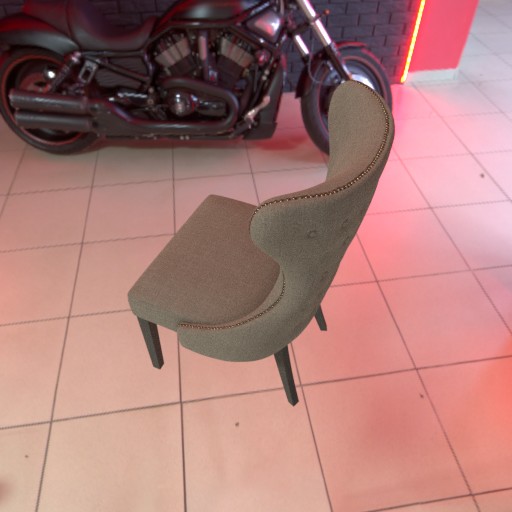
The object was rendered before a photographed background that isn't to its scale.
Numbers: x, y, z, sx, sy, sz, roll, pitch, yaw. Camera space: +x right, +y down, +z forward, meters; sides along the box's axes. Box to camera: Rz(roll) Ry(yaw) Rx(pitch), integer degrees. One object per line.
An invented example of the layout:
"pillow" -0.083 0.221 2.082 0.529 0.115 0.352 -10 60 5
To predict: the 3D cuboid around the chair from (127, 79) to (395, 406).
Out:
"chair" 0.000 0.000 1.386 0.635 0.967 0.628 18 49 16
